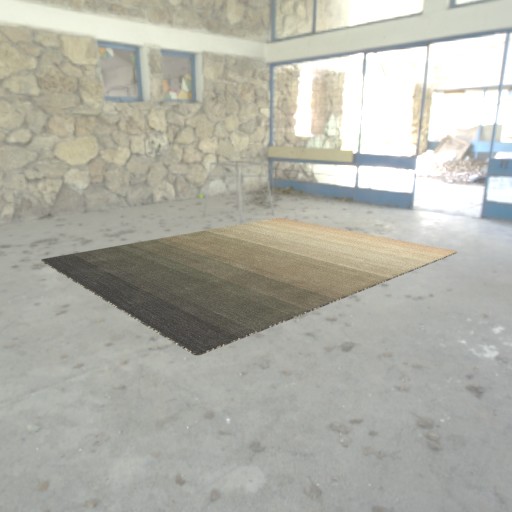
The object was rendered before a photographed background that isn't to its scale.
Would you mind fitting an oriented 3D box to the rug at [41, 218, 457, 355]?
[{"bbox_3d":[0.000,0.000,3.912,2.902,0.017,2.305,-14,21,-41],"label":"rug"}]
